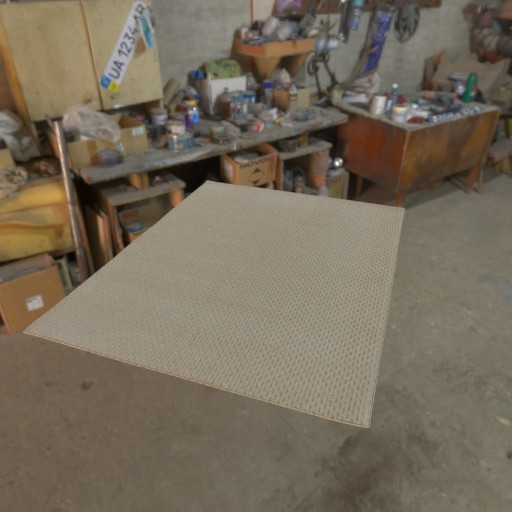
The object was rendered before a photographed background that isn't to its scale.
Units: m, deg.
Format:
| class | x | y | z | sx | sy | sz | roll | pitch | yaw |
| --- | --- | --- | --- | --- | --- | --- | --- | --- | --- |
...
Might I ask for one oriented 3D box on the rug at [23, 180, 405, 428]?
| class | x | y | z | sx | sy | sz | roll | pitch | yaw |
| --- | --- | --- | --- | --- | --- | --- | --- | --- | --- |
| rug | 0.000 | 0.000 | 3.788 | 2.277 | 0.035 | 2.897 | 10 | 33 | 17 |
